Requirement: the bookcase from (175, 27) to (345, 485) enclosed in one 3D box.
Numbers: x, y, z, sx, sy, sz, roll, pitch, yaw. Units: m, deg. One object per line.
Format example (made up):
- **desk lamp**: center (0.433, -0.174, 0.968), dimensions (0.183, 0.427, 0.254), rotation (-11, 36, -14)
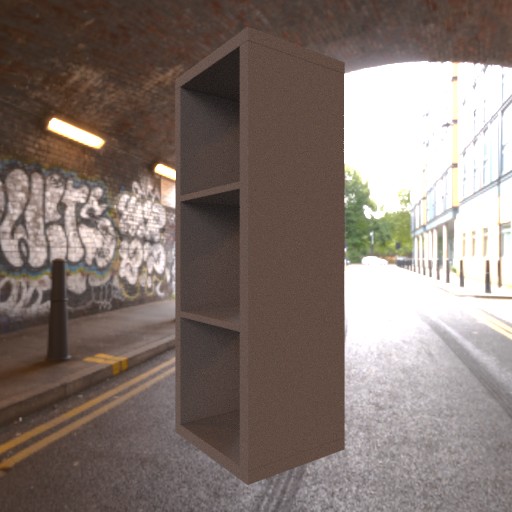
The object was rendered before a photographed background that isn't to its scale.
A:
- **bookcase**: center (0.000, 0.000, 1.298), dimensions (0.330, 1.080, 0.390), rotation (0, 0, -36)
